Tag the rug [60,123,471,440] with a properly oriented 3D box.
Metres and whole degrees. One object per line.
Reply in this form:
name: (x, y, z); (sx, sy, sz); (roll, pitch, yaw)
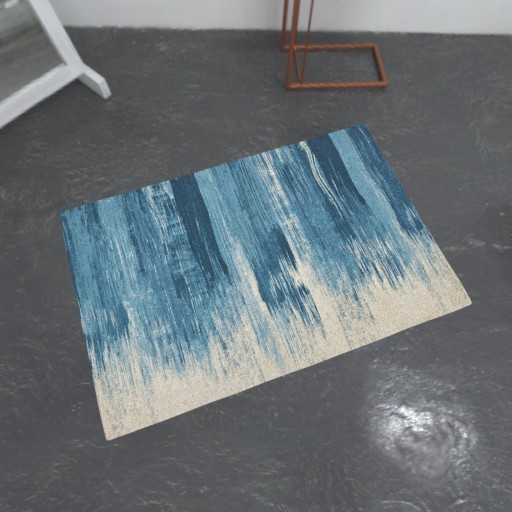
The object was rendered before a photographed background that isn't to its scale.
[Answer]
rug: (0.000, 0.000, 2.298); (1.836, 0.009, 1.232); (-18, 66, -8)
